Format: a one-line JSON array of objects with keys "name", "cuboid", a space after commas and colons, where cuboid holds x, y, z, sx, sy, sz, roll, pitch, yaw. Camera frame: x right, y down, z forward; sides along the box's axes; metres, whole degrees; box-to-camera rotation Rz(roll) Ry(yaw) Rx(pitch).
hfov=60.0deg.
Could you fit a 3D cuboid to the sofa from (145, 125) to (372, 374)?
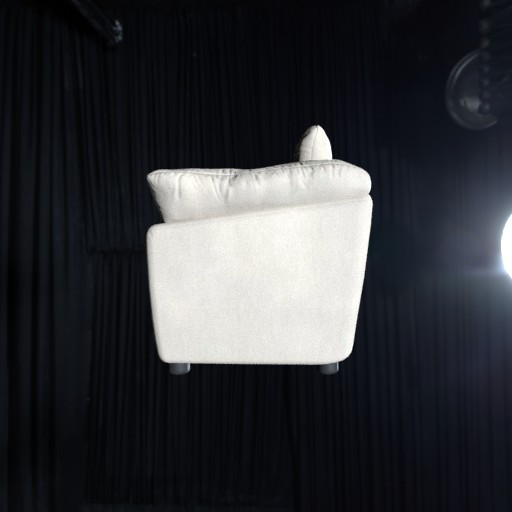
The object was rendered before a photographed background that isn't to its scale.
[{"name": "sofa", "cuboid": [0.000, 0.000, 2.782, 0.878, 0.996, 2.334, 0, -1, 0]}]
